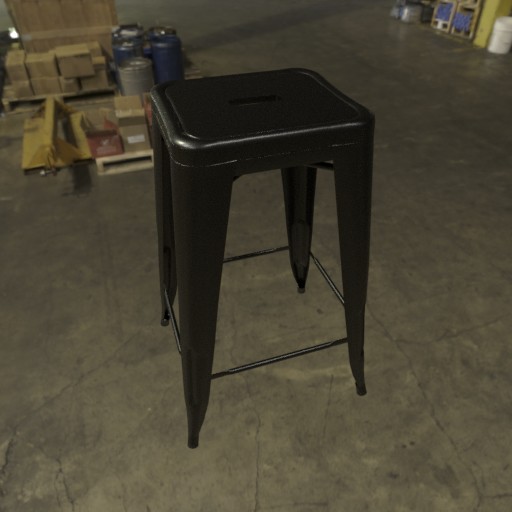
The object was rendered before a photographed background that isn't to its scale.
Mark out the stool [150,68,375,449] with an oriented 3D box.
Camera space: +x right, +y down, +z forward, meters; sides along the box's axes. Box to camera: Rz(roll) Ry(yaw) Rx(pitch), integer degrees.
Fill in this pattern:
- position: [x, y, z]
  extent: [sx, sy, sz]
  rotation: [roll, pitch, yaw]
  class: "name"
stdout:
- position: [0.000, 0.000, 0.855]
  extent: [0.399, 0.609, 0.359]
  rotation: [-12, 41, -14]
  class: "stool"
